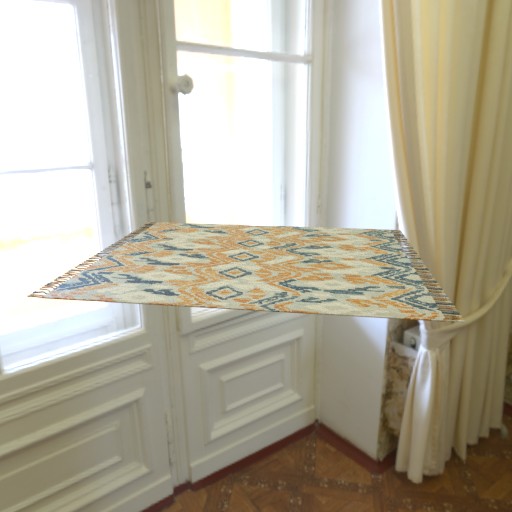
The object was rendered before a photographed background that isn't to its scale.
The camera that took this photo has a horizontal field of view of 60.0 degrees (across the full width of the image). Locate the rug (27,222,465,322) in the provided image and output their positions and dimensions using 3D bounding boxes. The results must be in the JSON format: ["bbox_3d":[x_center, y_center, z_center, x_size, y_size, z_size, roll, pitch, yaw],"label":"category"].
[{"bbox_3d":[0.000,0.000,4.180,3.048,0.010,2.439,2,18,8],"label":"rug"}]
